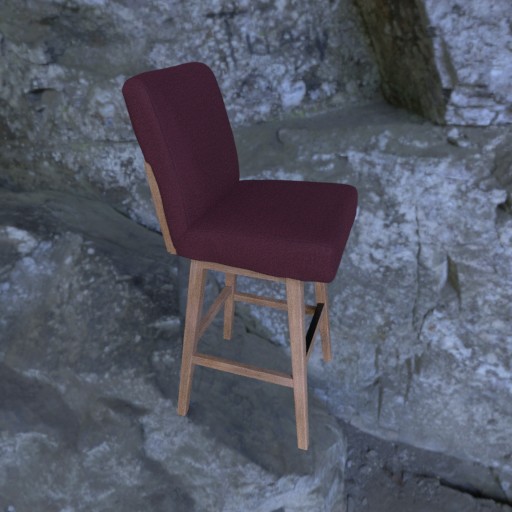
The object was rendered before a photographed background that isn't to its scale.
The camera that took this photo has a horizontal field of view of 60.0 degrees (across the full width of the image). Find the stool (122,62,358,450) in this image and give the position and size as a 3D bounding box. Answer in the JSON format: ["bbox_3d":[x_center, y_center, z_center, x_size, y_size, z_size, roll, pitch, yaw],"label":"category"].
[{"bbox_3d":[0.000,0.000,1.405,0.562,1.093,0.468,9,30,16],"label":"stool"}]
